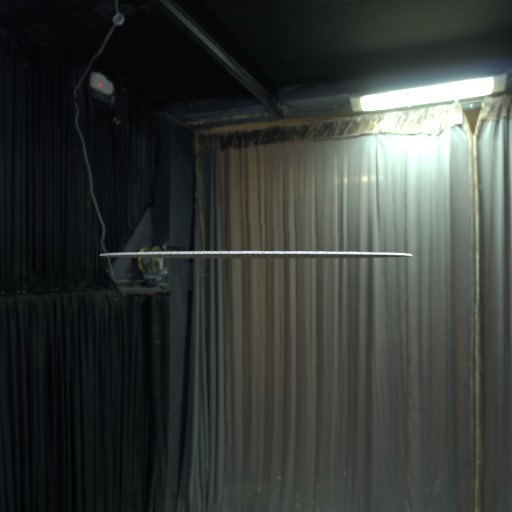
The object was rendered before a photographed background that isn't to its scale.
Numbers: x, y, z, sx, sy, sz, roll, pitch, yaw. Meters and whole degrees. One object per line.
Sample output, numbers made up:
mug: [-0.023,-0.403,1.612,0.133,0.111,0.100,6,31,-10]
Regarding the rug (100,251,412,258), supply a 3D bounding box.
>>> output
rug: [0.000,0.000,2.406,1.598,0.010,1.598,0,-1,0]
